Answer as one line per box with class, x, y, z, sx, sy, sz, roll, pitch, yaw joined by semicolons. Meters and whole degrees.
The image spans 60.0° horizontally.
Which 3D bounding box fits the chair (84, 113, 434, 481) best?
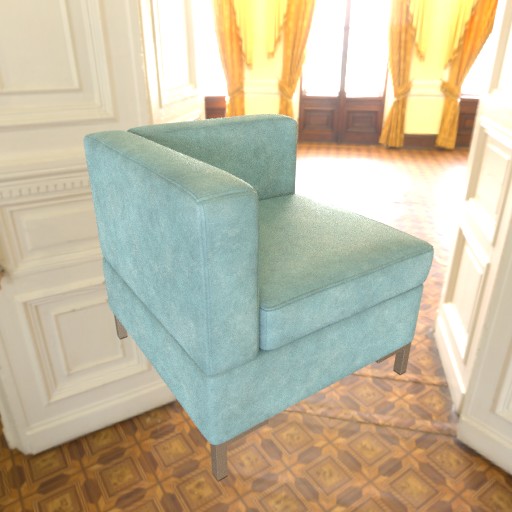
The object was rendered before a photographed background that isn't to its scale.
chair;0.000;0.000;1.229;0.684;0.660;0.691;-17;30;-31
